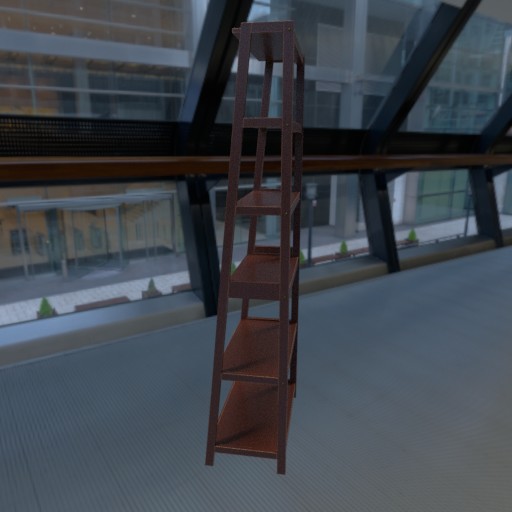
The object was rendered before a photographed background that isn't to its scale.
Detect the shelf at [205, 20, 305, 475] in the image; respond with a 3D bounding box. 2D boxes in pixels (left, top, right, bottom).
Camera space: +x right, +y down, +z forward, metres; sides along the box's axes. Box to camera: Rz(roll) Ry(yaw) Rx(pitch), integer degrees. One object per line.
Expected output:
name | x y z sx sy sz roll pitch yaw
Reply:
shelf | 0.000 0.000 2.136 0.381 1.892 0.660 2 15 9
